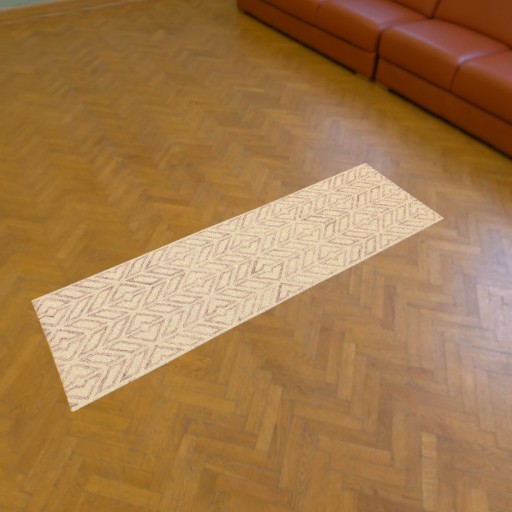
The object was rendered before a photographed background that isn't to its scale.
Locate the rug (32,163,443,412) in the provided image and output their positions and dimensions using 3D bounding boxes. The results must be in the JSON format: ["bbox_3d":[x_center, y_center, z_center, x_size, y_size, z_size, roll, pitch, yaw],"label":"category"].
[{"bbox_3d":[0.000,0.000,2.657,2.435,0.009,0.750,-25,51,-22],"label":"rug"}]
